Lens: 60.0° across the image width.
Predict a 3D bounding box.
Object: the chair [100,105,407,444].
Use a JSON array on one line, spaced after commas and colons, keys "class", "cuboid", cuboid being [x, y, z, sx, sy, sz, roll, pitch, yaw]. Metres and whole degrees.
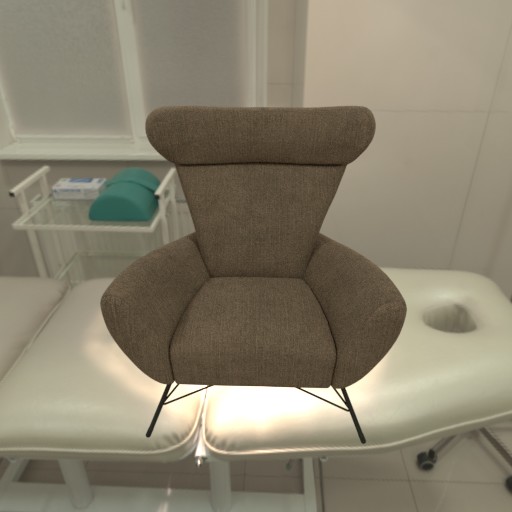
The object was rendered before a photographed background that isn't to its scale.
[{"class": "chair", "cuboid": [0.000, 0.000, 1.748, 0.980, 1.040, 0.900, 1, 30, 2]}]
